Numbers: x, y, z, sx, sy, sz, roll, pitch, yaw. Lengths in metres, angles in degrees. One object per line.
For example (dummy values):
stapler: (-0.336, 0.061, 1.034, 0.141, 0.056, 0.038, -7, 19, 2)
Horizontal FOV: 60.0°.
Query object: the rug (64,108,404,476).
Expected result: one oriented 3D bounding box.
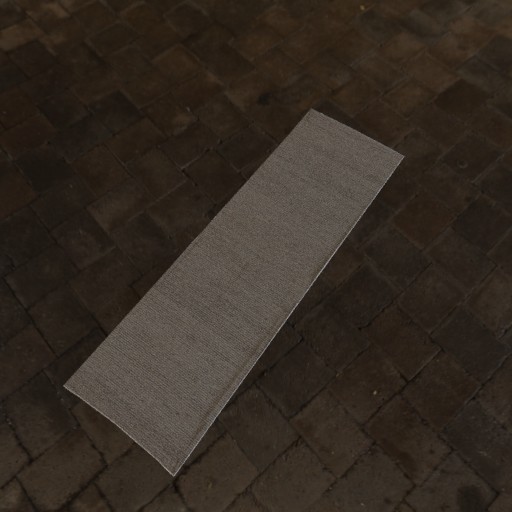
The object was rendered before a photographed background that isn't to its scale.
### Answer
rug: (0.000, 0.000, 2.635, 0.741, 0.014, 2.390, 33, 68, 15)
